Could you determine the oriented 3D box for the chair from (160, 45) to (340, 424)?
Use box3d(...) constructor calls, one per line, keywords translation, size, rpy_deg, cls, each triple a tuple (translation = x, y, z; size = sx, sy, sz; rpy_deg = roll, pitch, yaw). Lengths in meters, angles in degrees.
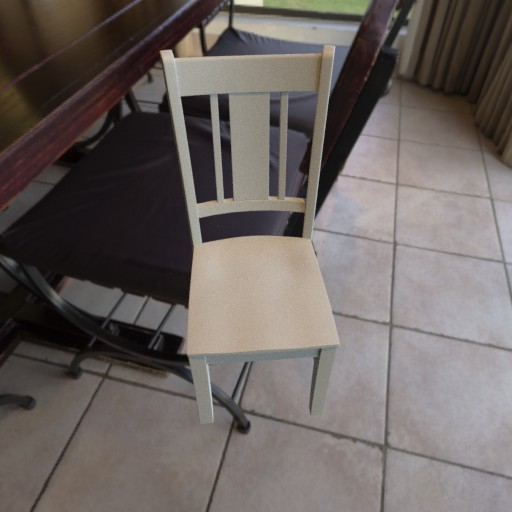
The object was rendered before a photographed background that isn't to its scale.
box3d(translation=(0.000, 0.000, 1.306), size=(0.450, 0.998, 0.555), rpy_deg=(-3, 45, -3), cls="chair")
